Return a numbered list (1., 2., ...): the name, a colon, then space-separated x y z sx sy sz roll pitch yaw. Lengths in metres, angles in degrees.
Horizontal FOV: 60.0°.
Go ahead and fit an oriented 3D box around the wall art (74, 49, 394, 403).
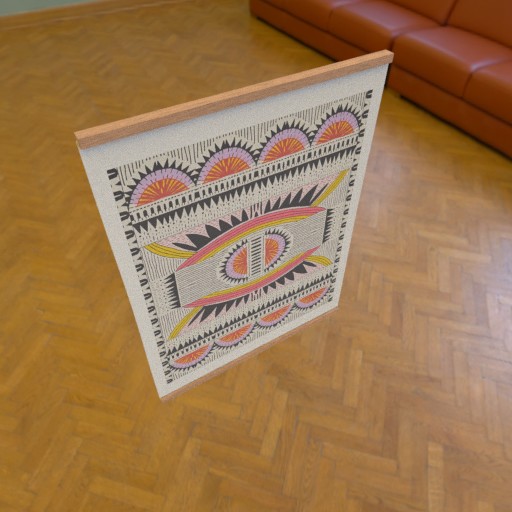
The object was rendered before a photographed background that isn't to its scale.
1. wall art: 0.000 0.000 1.299 0.765 1.016 0.028 -23 50 -21
